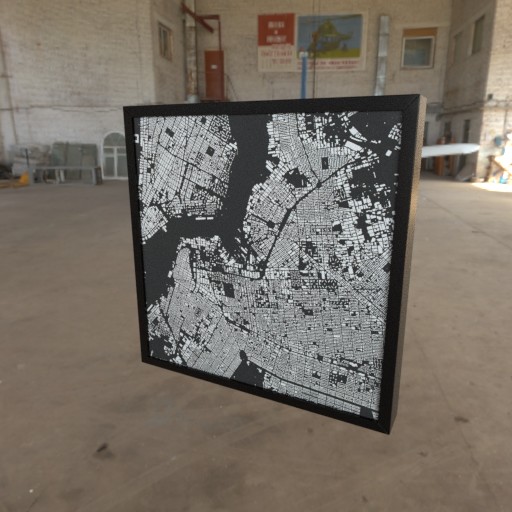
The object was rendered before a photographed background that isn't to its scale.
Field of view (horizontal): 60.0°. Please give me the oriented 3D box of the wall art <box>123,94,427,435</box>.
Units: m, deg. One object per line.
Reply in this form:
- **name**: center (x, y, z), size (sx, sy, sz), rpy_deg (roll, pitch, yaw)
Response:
- **wall art**: center (0.000, 0.000, 0.456), size (0.299, 0.299, 0.037), rpy_deg (8, 17, 27)
